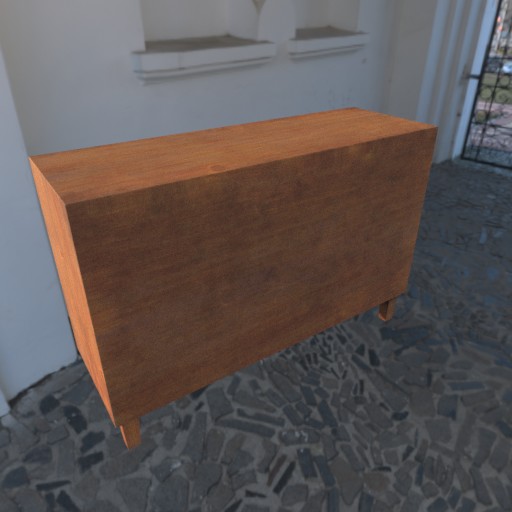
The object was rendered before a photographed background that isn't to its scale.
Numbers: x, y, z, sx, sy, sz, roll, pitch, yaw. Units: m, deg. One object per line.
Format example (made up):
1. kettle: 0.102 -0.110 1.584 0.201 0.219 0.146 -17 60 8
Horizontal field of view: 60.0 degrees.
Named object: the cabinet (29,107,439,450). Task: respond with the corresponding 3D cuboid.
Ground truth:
1. cabinet: 0.000 0.000 1.535 1.204 0.805 0.403 -18 34 -29
